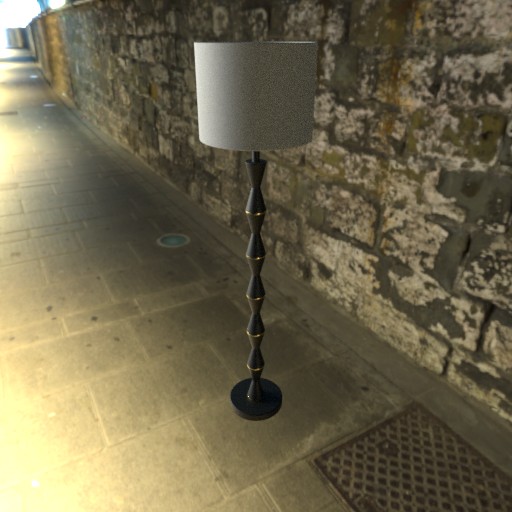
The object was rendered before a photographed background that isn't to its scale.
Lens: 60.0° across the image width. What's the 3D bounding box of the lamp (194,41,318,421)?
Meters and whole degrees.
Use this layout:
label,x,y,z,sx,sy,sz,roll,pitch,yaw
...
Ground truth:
label,x,y,z,sx,sy,sz,roll,pitch,yaw
lamp,0.000,0.000,1.702,0.381,1.480,0.381,-8,27,-15
